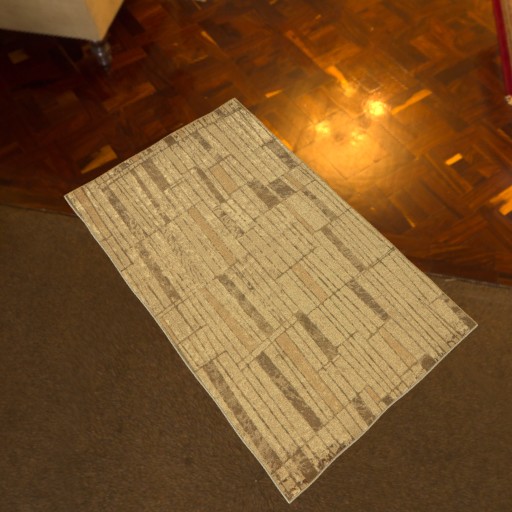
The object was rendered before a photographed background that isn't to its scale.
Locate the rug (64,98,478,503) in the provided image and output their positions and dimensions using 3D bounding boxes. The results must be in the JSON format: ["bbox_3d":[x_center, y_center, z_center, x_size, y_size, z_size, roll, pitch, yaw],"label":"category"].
[{"bbox_3d":[0.000,0.000,2.921,1.531,0.023,2.444,-36,68,-16],"label":"rug"}]
